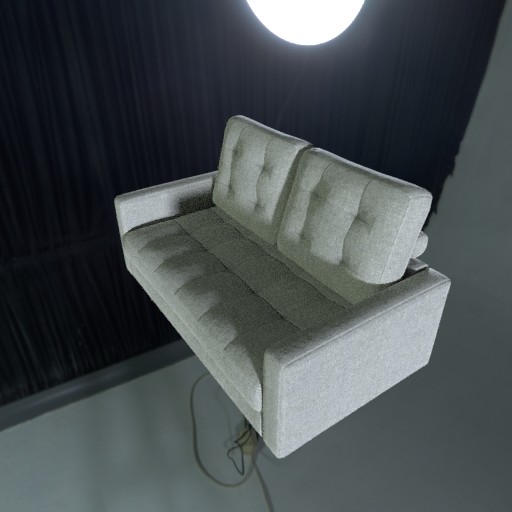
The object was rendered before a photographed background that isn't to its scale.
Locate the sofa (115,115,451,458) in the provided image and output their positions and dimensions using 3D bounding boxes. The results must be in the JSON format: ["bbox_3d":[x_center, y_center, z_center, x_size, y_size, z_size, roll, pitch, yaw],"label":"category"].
[{"bbox_3d":[0.000,0.000,1.975,0.842,0.907,1.407,-20,37,-29],"label":"sofa"}]
